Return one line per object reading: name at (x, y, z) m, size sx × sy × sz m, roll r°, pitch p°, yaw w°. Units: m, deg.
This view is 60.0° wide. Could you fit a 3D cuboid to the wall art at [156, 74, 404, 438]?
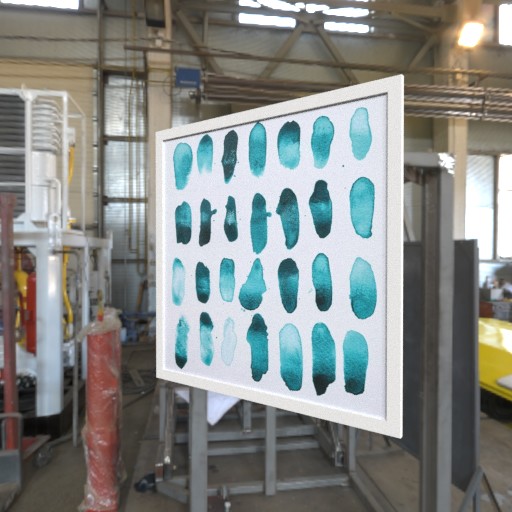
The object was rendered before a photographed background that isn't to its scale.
wall art at (0.000, 0.000, 0.848) m, size 0.558 × 0.559 × 0.009 m, roll 1°, pitch 1°, yaw 36°
